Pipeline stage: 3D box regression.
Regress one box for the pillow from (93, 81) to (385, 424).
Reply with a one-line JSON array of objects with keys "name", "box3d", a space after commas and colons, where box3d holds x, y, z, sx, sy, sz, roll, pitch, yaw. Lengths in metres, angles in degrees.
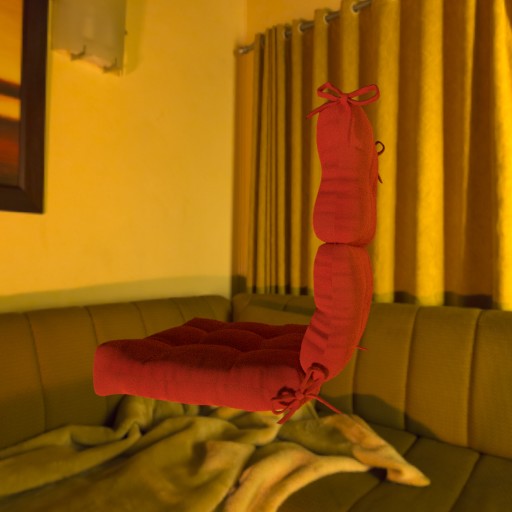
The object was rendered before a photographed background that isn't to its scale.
[{"name": "pillow", "box3d": [0.000, 0.000, 1.027, 0.571, 0.605, 0.519, 0, 0, 18]}]
